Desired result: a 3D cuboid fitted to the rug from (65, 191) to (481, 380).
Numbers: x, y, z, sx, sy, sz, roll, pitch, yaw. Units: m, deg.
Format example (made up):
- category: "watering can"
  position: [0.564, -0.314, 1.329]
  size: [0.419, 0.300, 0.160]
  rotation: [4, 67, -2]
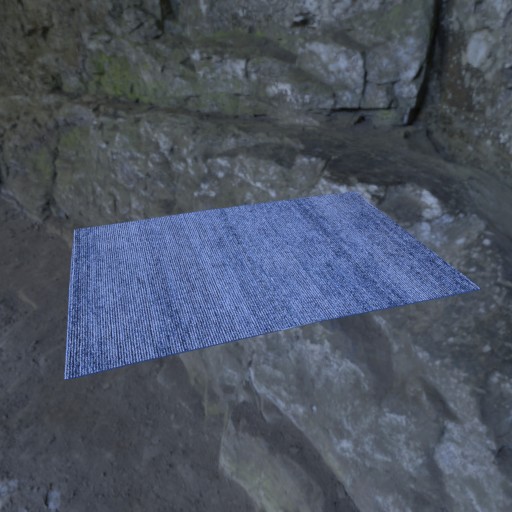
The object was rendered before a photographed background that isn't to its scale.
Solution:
- category: "rug"
  position: [0.000, 0.000, 2.259]
  size: [1.793, 0.025, 1.159]
  rotation: [-9, 33, -15]
